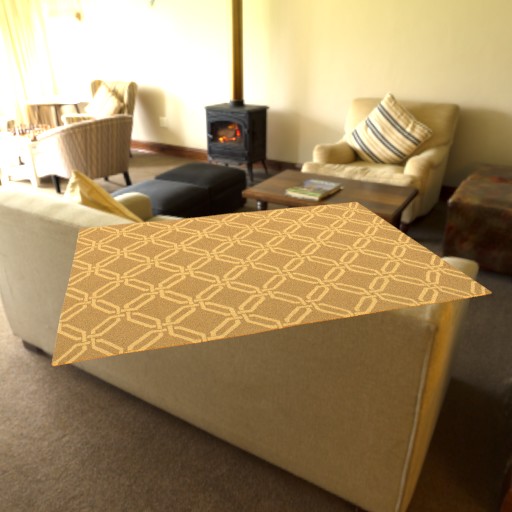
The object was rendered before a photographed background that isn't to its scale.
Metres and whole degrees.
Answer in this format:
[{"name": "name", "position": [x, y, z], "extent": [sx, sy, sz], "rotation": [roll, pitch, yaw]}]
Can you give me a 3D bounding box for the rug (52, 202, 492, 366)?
[{"name": "rug", "position": [0.000, 0.000, 2.684], "extent": [2.135, 0.013, 1.524], "rotation": [-7, 26, -14]}]
